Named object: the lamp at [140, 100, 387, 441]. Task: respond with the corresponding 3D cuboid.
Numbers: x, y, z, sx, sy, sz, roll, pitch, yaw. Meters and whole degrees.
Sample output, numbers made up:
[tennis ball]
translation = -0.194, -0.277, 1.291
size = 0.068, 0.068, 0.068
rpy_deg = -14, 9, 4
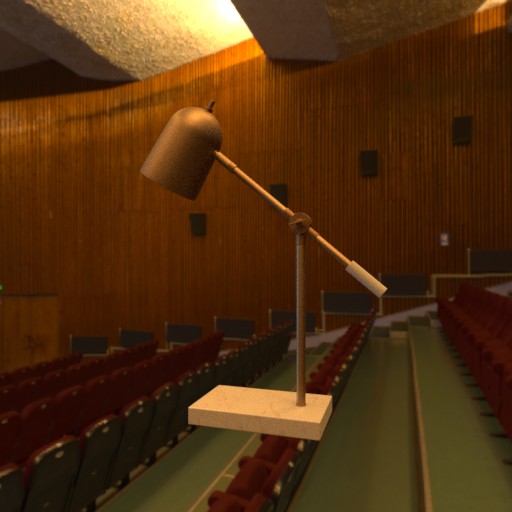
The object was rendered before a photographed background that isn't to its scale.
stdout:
[lamp]
translation = 0.000, 0.000, 0.831
size = 0.471, 0.603, 0.144
rpy_deg = 0, 0, 18
